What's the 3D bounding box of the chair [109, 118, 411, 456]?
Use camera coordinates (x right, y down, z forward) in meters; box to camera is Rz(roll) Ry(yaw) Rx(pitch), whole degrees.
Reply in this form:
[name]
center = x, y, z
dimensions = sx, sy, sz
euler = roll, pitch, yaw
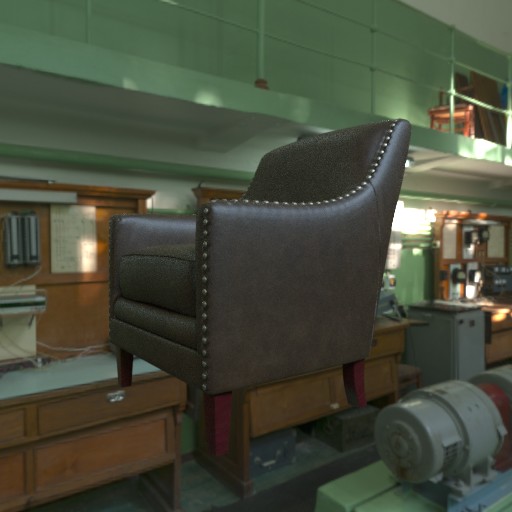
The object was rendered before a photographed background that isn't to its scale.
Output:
[chair]
center = 0.000, 0.000, 1.338
dimensions = 0.704, 0.813, 0.639
euler = -1, 2, -37
